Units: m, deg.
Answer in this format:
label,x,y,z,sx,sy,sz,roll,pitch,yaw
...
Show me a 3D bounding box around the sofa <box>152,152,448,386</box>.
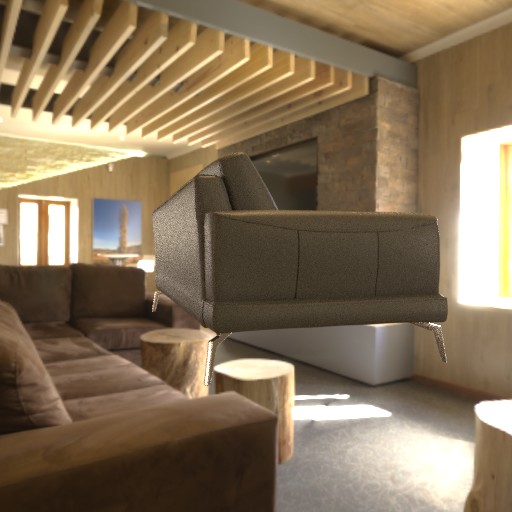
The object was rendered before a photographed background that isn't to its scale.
label,x,y,z,sx,sy,sz,roll,pitch,yaw
sofa,0.000,0.000,2.796,1.121,0.930,2.177,0,1,-18
